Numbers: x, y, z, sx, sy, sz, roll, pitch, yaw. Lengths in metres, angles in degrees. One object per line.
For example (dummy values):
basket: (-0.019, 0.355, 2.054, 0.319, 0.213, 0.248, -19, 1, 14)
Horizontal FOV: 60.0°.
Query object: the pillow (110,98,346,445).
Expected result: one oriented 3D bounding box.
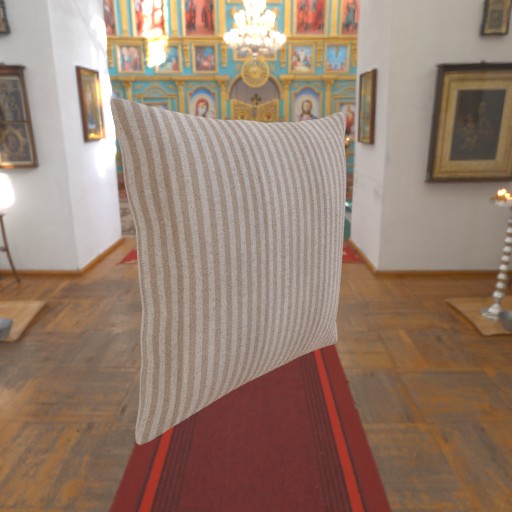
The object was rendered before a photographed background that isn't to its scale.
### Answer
pillow: (0.000, 0.000, 0.794, 0.523, 0.510, 0.166, -15, 21, -43)
